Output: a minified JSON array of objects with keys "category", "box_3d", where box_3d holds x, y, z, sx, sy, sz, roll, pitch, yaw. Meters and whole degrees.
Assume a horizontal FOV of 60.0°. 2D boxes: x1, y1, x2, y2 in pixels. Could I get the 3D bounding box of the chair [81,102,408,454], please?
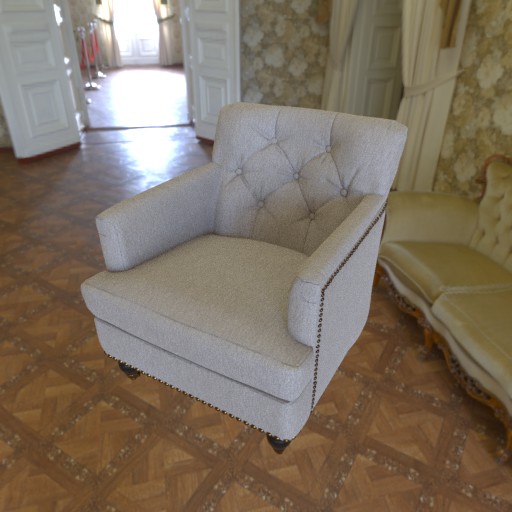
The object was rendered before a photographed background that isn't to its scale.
[{"category":"chair","box_3d":[0.000,0.000,1.495,0.737,0.823,0.902,16,34,26]}]
